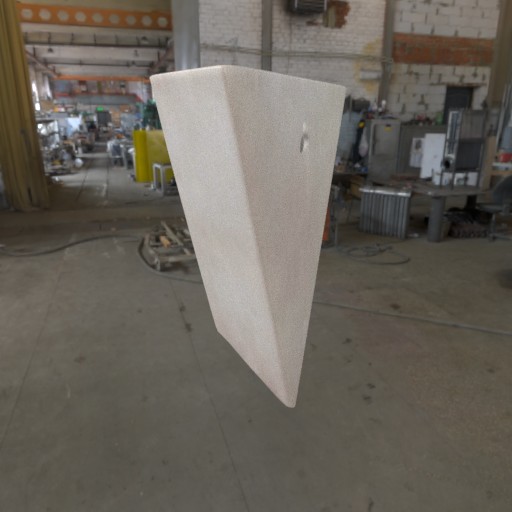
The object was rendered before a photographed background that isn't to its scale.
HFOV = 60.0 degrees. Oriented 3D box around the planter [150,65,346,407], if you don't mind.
[{"bbox_3d":[0.000,0.000,0.268,0.060,0.197,0.150,9,20,26],"label":"planter"}]
